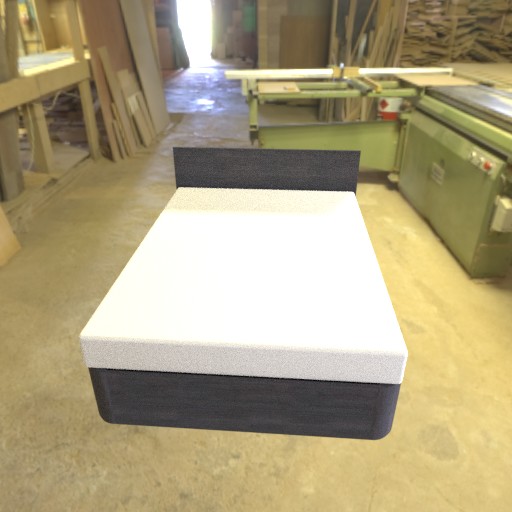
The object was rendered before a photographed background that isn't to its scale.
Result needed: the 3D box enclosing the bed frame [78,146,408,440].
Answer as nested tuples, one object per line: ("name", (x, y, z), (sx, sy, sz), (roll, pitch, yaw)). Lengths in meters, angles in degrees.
("bed frame", (0.000, 0.000, 2.666), (1.400, 0.800, 1.900), (2, 29, 4))
